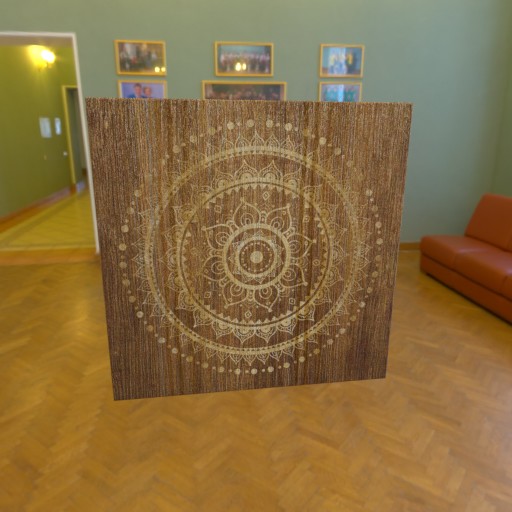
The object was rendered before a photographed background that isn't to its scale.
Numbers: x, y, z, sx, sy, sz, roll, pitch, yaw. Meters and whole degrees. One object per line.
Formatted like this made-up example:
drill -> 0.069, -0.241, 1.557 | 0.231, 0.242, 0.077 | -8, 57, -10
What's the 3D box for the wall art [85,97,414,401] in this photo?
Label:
wall art -> 0.000, 0.000, 0.911 | 0.611, 0.608, 0.042 | -3, 16, -9
